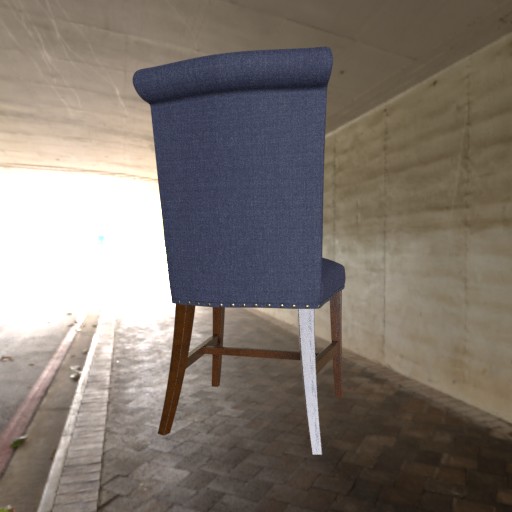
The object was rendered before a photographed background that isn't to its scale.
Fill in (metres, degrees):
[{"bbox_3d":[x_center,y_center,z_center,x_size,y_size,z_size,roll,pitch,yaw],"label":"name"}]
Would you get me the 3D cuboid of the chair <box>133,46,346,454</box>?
[{"bbox_3d":[0.000,0.000,1.344,0.513,0.988,0.608,0,1,16],"label":"chair"}]
